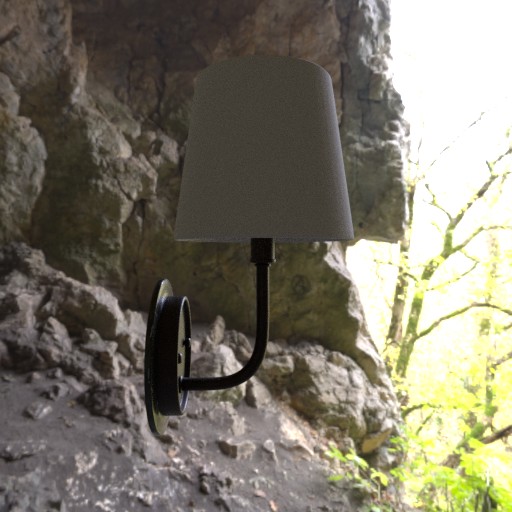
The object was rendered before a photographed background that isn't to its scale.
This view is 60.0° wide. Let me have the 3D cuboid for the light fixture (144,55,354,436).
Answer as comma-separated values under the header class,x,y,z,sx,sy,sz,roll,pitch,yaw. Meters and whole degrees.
class,x,y,z,sx,sy,sz,roll,pitch,yaw
light fixture,0.000,0.000,0.432,0.188,0.337,0.168,0,0,-2
